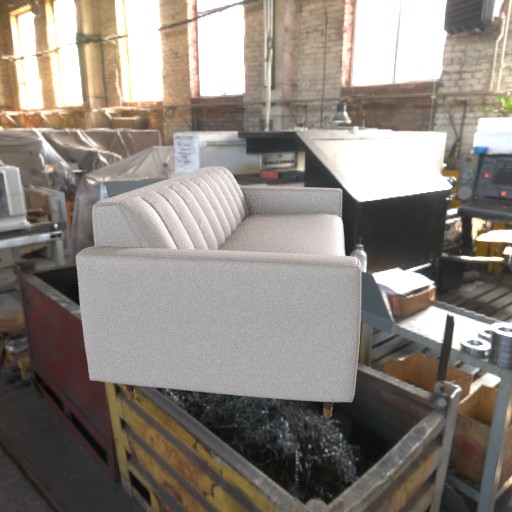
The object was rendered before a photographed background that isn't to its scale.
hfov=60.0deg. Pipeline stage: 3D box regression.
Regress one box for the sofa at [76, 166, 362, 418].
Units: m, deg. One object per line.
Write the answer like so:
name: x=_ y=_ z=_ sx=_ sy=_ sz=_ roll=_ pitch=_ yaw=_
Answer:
sofa: x=0.000 y=0.000 z=2.363 sx=0.969 sy=0.814 sz=1.895 roll=2 pitch=16 yaw=8
